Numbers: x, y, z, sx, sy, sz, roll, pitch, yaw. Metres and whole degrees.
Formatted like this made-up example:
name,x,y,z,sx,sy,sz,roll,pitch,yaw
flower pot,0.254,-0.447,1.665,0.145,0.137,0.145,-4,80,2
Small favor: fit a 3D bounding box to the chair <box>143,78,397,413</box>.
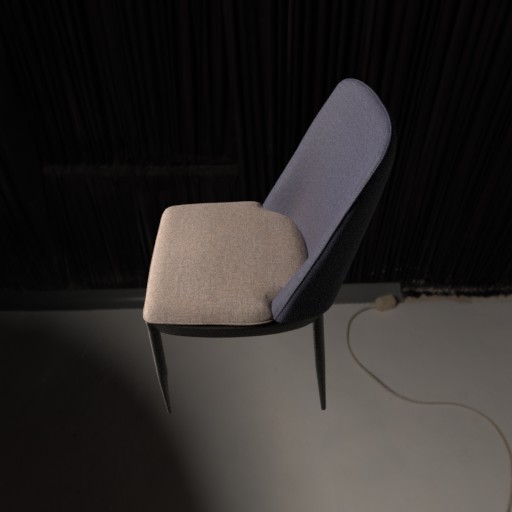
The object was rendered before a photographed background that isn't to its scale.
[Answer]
name,x,y,z,sx,sy,sz,roll,pitch,yaw
chair,0.000,0.000,1.187,0.551,0.839,0.480,-2,41,-2
